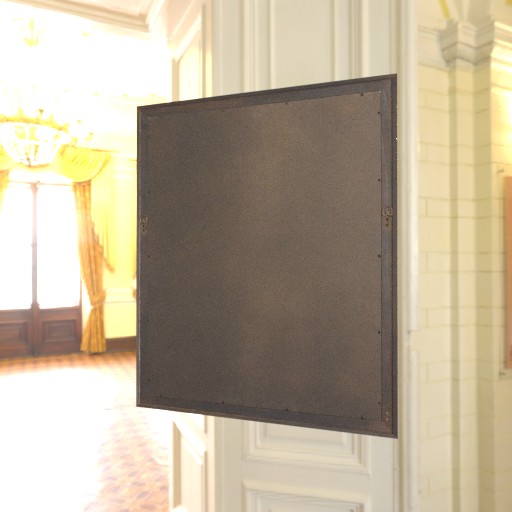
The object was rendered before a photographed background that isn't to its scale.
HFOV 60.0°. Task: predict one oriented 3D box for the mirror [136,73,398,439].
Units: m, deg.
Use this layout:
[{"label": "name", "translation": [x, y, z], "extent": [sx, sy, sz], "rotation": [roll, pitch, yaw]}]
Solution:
[{"label": "mirror", "translation": [0.000, 0.000, 1.200], "extent": [0.730, 0.882, 0.032], "rotation": [0, 0, 19]}]
